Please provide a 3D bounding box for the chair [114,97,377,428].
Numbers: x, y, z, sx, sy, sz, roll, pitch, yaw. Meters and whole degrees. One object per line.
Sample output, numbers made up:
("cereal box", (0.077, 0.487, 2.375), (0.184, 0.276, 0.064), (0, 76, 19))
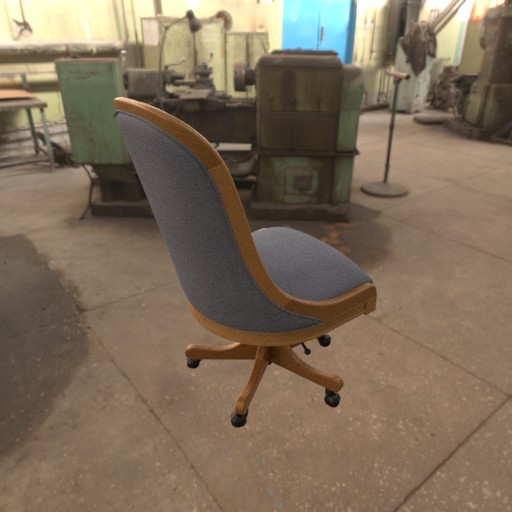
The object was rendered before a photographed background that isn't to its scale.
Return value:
("chair", (0.000, 0.000, 1.460), (0.735, 1.031, 0.605), (-18, 32, -31))
